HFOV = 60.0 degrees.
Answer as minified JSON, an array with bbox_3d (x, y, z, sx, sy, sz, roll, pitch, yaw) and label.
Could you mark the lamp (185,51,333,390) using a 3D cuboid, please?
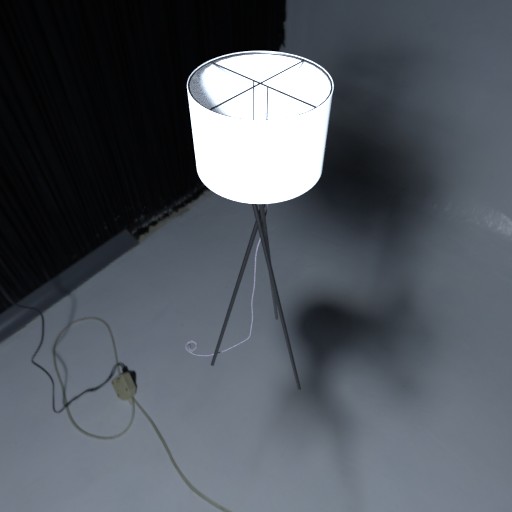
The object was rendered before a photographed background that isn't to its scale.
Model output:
[{"bbox_3d":[0.000,0.000,1.938,0.667,1.624,0.522,34,56,27],"label":"lamp"}]
